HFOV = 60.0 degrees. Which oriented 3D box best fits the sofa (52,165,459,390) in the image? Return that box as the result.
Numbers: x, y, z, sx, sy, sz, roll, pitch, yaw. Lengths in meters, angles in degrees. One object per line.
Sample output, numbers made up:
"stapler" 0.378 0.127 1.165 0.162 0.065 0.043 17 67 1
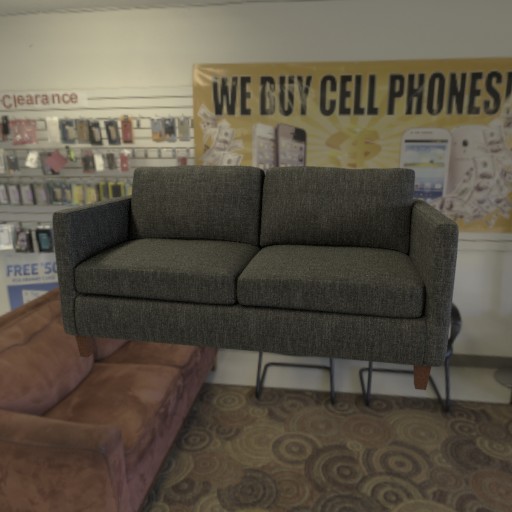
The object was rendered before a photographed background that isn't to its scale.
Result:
"sofa" 0.000 0.000 2.454 1.884 0.963 0.950 3 14 11
